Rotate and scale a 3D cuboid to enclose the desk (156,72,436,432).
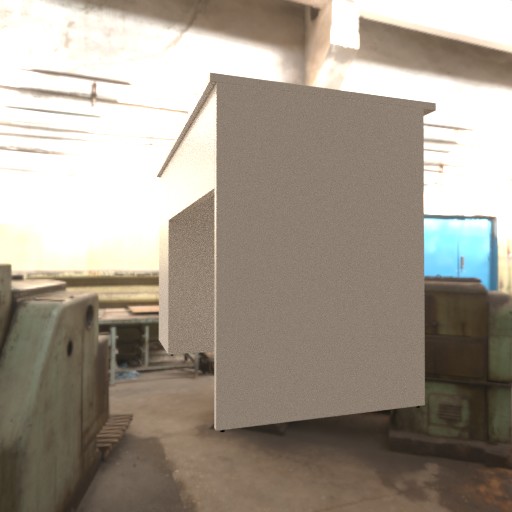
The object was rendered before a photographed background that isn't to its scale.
[{"bbox_3d":[0.000,0.000,1.507,0.560,0.735,1.097,0,-1,-18],"label":"desk"}]
